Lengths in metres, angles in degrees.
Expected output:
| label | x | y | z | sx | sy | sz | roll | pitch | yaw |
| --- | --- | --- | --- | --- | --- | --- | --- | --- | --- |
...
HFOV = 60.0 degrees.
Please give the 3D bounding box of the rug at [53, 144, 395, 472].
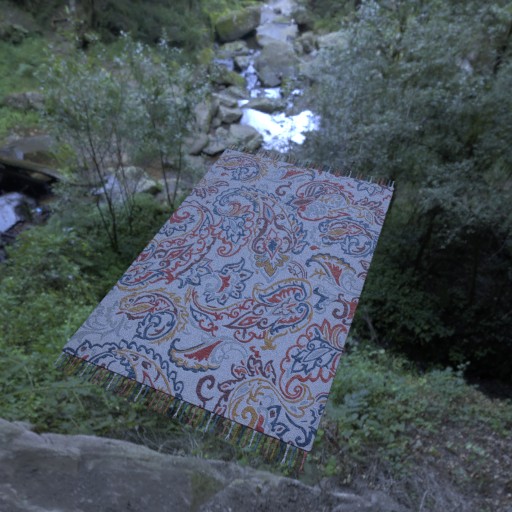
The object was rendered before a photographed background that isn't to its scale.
| label | x | y | z | sx | sy | sz | roll | pitch | yaw |
| --- | --- | --- | --- | --- | --- | --- | --- | --- | --- |
| rug | 0.000 | 0.000 | 2.495 | 1.218 | 0.010 | 1.997 | 17 | 49 | 15 |
